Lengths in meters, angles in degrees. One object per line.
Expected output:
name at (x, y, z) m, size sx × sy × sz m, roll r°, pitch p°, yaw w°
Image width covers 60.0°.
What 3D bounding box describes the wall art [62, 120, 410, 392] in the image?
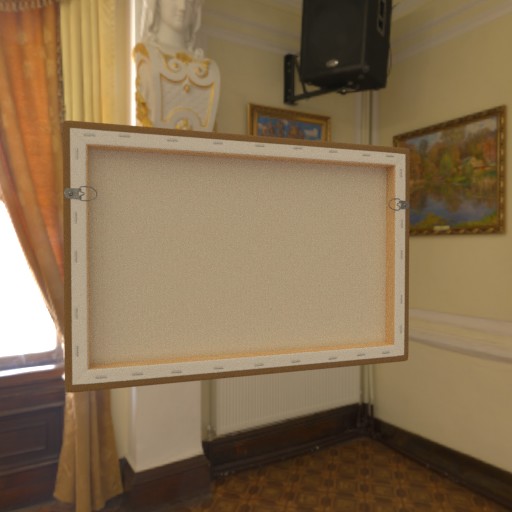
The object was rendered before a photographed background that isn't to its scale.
wall art at (0.000, 0.000, 0.477) m, size 0.380 × 0.254 × 0.019 m, roll 0°, pitch 1°, yaw -18°
